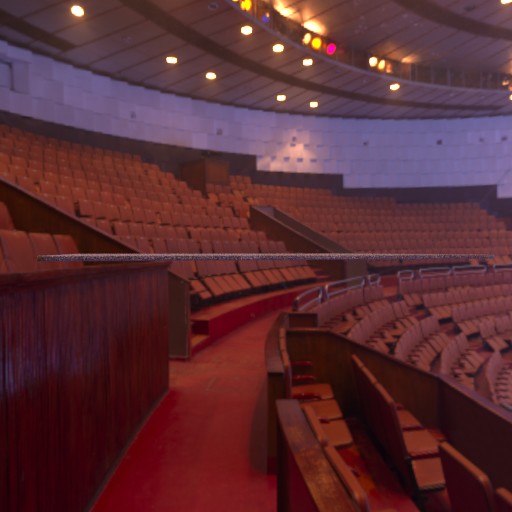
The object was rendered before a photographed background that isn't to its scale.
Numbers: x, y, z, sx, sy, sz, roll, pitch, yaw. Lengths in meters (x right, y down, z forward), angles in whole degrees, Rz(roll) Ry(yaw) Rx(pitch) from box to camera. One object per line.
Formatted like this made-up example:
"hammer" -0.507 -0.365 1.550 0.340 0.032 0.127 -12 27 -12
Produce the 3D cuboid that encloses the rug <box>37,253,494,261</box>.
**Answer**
"rug" 0.000 0.000 3.351 2.699 0.026 1.802 0 1 -16
